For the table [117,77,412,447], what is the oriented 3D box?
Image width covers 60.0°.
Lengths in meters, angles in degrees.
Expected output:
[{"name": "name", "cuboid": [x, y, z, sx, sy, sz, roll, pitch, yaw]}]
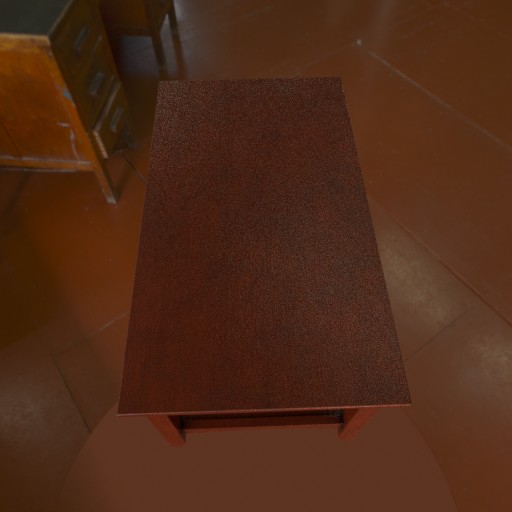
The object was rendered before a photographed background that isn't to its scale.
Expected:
[{"name": "table", "cuboid": [0.000, 0.000, 1.238, 0.533, 0.456, 0.943, -2, 58, -1]}]
